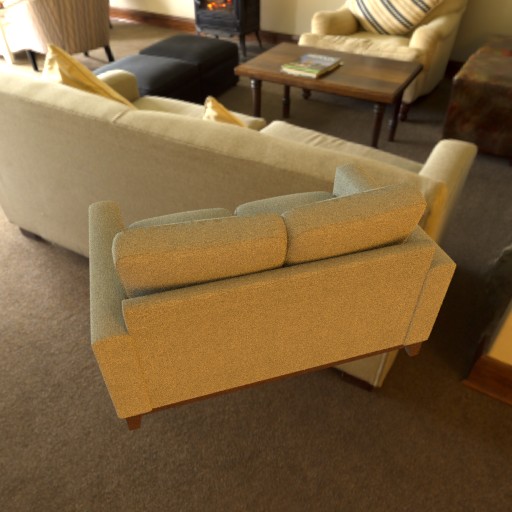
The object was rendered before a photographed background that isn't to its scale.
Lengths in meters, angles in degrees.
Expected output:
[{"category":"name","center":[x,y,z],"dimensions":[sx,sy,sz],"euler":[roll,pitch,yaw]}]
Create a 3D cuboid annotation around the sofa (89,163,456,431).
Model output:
[{"category":"sofa","center":[0.000,0.000,2.054],"dimensions":[1.420,0.873,0.917],"euler":[-11,42,-13]}]
